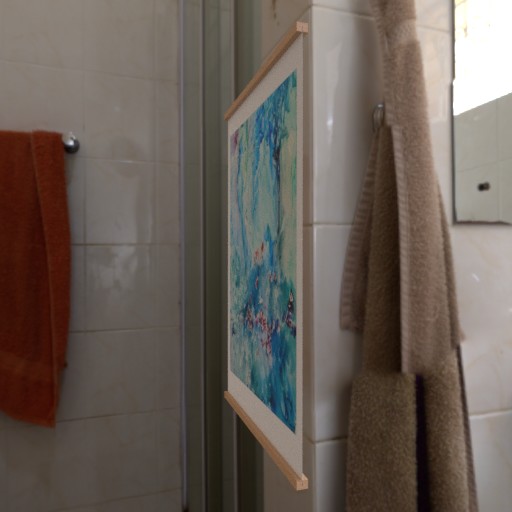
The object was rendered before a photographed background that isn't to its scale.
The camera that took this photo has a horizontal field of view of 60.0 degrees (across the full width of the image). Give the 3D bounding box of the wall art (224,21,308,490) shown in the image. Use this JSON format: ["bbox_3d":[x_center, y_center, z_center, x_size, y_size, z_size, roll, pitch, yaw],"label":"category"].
[{"bbox_3d":[0.000,0.000,0.644,0.013,0.510,0.335,0,0,-18],"label":"wall art"}]
